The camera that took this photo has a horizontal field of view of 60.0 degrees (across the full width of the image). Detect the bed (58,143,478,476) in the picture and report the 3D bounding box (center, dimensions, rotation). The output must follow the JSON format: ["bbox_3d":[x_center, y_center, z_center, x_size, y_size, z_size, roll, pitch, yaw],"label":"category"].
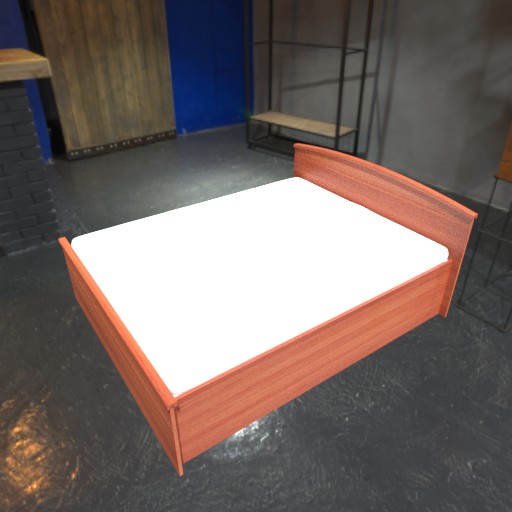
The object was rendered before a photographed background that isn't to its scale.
[{"bbox_3d":[0.000,0.000,2.915,2.053,0.848,1.683,-20,37,-29],"label":"bed"}]
